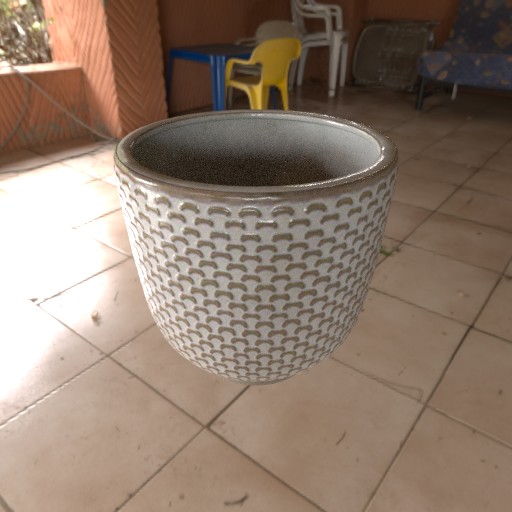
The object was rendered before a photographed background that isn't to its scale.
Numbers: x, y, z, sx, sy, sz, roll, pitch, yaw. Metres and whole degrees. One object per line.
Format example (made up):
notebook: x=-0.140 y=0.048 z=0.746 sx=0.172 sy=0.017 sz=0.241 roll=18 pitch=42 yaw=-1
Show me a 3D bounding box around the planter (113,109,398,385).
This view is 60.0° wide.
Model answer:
planter: x=0.000 y=0.000 z=0.361 sx=0.197 sy=0.191 sz=0.197 roll=0 pitch=31 yaw=0
